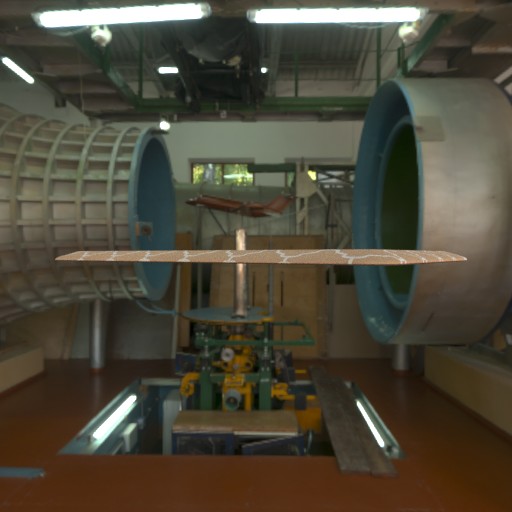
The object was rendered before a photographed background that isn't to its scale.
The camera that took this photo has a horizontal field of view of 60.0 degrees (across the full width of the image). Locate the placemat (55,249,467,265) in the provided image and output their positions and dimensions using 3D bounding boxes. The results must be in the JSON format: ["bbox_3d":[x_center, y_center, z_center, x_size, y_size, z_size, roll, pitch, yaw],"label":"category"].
[{"bbox_3d":[0.000,0.000,0.961,0.762,0.021,0.508,0,0,36],"label":"placemat"}]
